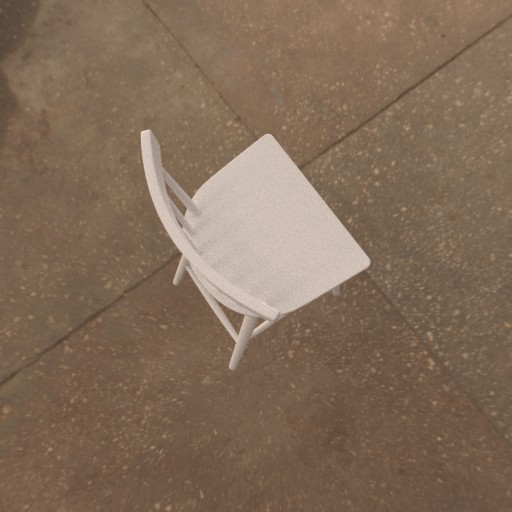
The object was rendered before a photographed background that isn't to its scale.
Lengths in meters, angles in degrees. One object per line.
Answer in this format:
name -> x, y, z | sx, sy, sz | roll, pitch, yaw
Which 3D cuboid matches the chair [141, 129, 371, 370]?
chair -> 0.000, 0.000, 1.407 | 0.572, 1.092, 0.483 | -34, 78, -8
